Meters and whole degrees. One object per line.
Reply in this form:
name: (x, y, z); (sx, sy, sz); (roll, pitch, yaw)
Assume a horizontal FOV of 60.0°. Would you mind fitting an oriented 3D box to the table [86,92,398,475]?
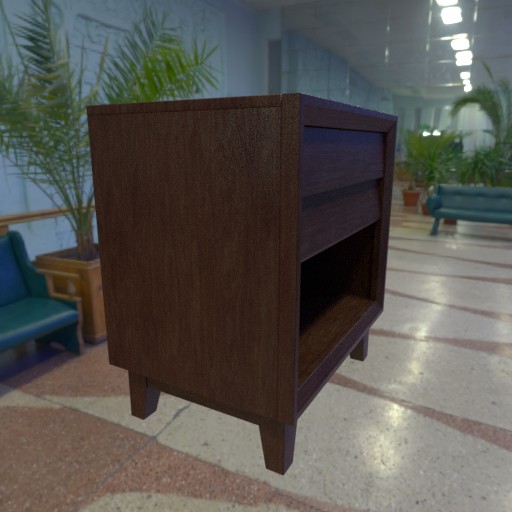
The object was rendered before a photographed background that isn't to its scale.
table: (0.000, 0.000, 0.984); (0.449, 0.609, 0.557); (8, 16, 29)
